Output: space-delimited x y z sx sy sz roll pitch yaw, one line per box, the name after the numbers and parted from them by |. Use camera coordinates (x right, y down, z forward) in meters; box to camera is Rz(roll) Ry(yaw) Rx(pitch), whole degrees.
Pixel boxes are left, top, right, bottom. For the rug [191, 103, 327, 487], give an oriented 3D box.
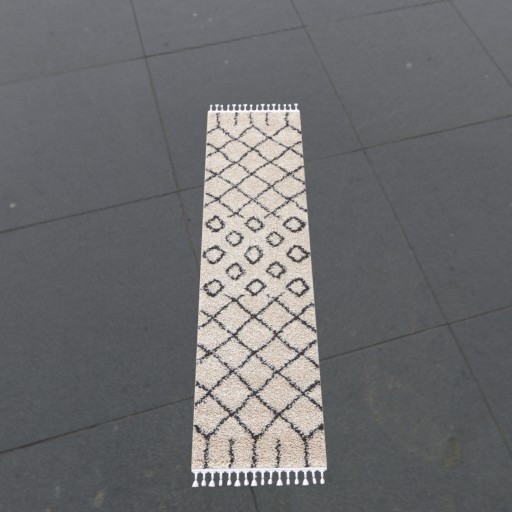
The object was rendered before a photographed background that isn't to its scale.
0.000 0.000 2.671 0.660 0.005 2.464 -1 64 0 | rug
